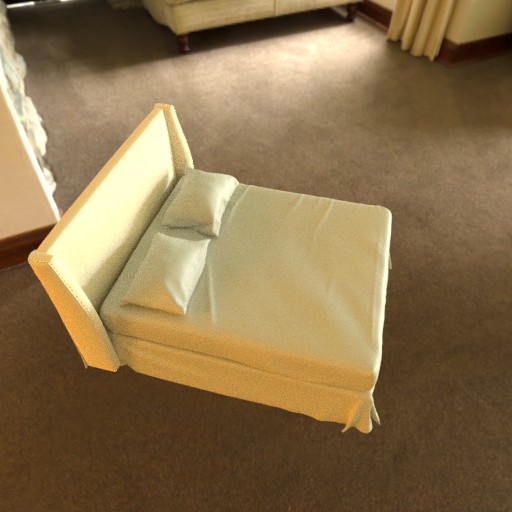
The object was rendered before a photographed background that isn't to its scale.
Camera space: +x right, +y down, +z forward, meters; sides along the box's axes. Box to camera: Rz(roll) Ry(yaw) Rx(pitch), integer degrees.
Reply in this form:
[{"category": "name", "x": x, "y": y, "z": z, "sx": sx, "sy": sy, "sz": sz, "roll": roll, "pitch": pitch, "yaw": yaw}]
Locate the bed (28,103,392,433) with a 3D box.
[{"category": "bed", "x": 0.000, "y": 0.000, "z": 3.463, "sx": 2.276, "sy": 1.332, "sz": 1.925, "roll": 11, "pitch": 48, "yaw": 10}]
